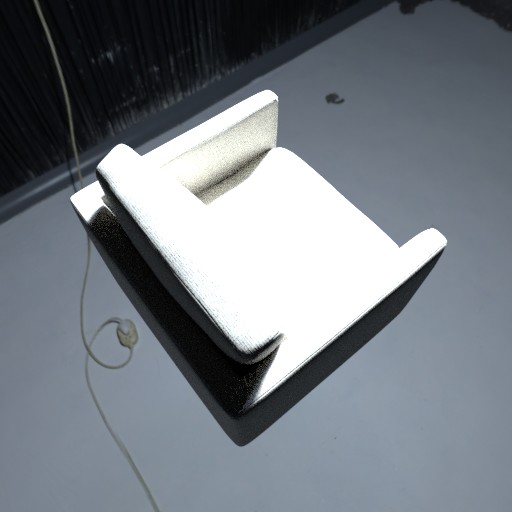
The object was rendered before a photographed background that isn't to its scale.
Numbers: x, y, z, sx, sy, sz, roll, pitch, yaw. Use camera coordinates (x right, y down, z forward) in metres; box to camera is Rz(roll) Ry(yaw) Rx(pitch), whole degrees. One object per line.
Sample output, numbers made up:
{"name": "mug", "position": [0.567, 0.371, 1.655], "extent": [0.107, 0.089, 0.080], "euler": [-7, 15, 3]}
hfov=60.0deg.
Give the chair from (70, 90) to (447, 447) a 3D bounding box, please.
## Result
{"name": "chair", "position": [0.000, 0.000, 1.747], "extent": [0.959, 0.919, 0.996], "euler": [-35, 66, -18]}
